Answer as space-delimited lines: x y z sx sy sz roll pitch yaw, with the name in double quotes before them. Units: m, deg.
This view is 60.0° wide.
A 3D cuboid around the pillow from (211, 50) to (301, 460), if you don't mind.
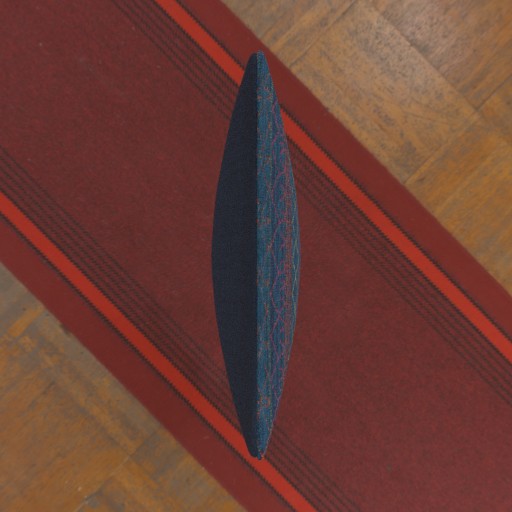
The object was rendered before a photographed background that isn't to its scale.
"pillow" 0.000 0.000 0.669 0.141 0.431 0.431 0 89 0
